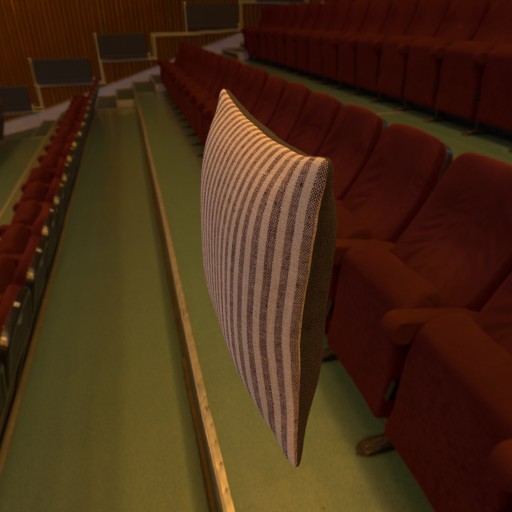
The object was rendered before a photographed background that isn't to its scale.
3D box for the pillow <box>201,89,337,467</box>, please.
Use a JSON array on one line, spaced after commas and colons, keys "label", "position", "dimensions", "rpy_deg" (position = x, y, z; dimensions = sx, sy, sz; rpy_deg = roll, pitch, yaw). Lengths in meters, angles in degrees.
[{"label": "pillow", "position": [0.000, 0.000, 0.805], "dimensions": [0.166, 0.506, 0.523], "rpy_deg": [-8, 30, -14]}]
